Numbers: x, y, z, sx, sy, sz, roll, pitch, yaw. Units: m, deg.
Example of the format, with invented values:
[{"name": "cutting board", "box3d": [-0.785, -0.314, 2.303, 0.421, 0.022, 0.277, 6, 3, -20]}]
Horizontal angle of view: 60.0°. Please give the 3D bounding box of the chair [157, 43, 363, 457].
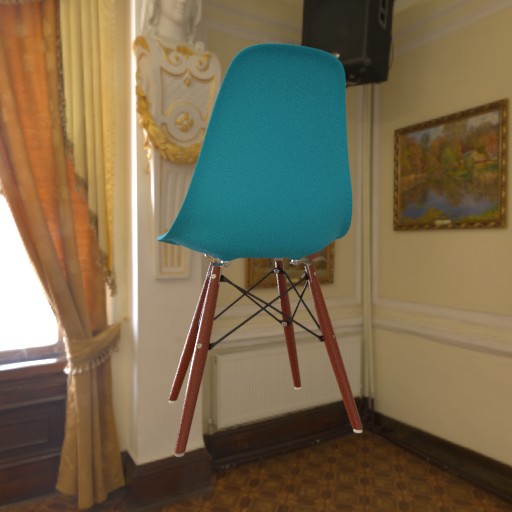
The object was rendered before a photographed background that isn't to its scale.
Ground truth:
[{"name": "chair", "box3d": [0.000, 0.000, 1.116, 0.470, 0.826, 0.533, -1, 2, -18]}]
